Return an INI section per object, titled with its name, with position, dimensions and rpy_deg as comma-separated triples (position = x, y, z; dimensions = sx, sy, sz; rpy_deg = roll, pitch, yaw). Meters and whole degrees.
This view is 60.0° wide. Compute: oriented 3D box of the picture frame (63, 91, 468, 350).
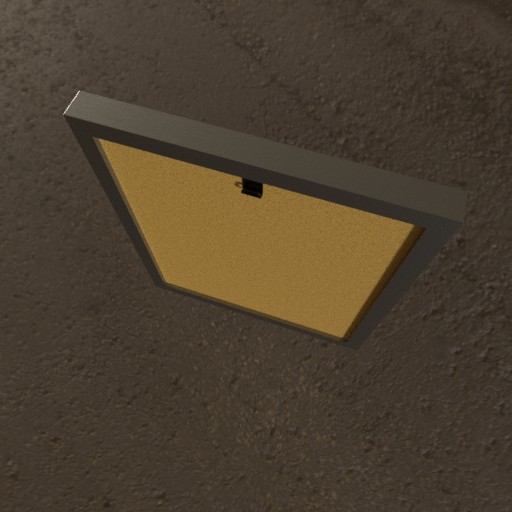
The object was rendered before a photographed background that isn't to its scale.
[picture frame]
position = 0.000, 0.000, 1.331
dimensions = 0.839, 0.968, 0.073
rpy_deg = 17, 65, 8
